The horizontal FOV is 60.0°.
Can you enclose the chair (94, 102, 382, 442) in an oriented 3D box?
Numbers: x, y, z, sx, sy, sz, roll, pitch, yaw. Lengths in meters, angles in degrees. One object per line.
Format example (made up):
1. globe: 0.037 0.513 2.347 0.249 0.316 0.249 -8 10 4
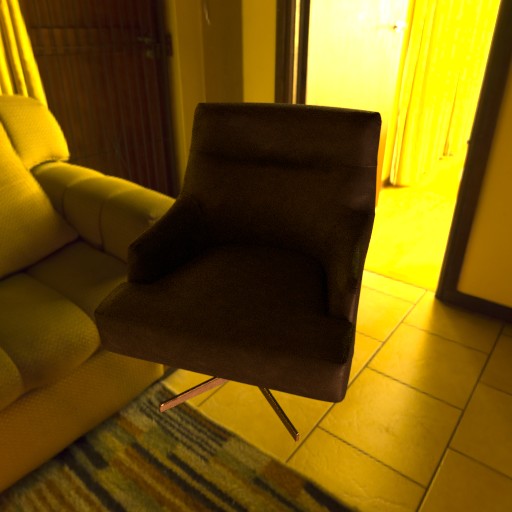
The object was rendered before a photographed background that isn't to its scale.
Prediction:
1. chair: 0.000 0.000 1.498 0.738 0.870 0.874 8 29 16
